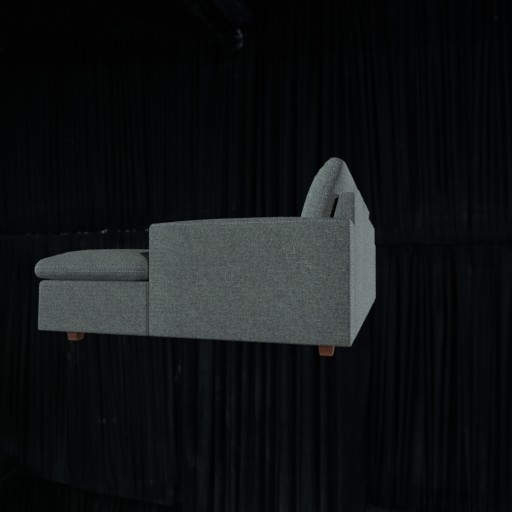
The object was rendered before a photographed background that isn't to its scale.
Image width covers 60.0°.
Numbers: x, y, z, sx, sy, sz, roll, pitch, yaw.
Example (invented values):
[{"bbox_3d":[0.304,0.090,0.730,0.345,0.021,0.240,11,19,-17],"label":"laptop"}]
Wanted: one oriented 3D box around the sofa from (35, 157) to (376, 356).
[{"bbox_3d":[0.000,0.000,3.441,1.689,0.940,2.718,0,-1,17],"label":"sofa"}]
